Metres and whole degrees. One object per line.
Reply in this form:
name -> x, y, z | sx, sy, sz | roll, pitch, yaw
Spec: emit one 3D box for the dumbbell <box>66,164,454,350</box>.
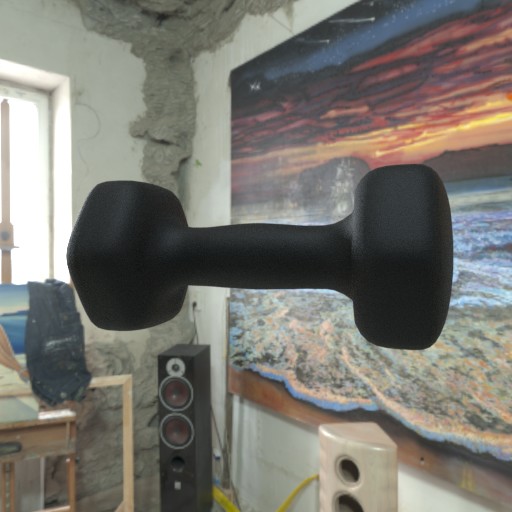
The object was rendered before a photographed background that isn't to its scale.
dumbbell -> 0.000, 0.000, 0.286 | 0.231, 0.101, 0.112 | 0, 1, 19
